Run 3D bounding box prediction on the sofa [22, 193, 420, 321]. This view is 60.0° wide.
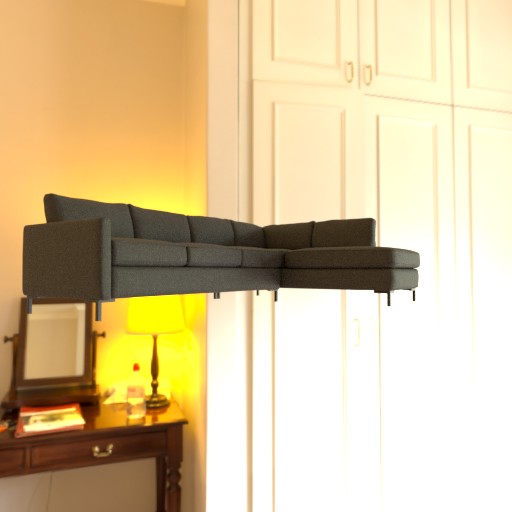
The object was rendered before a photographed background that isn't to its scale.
[{"bbox_3d":[0.000,0.000,3.767,1.984,0.858,2.972,-1,-2,35],"label":"sofa"}]
